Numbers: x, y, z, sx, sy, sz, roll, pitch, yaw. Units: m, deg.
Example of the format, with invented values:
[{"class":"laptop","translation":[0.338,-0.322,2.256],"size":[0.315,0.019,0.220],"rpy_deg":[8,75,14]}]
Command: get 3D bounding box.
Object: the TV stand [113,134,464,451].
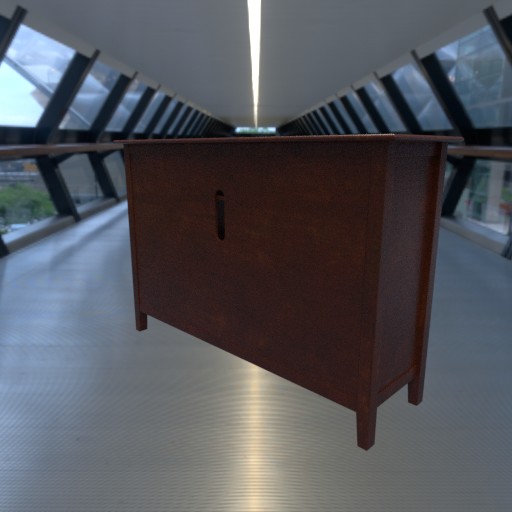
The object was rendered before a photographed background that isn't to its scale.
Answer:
[{"class":"TV stand","translation":[0.000,0.000,1.792],"size":[1.372,0.915,0.445],"rpy_deg":[13,19,43]}]
